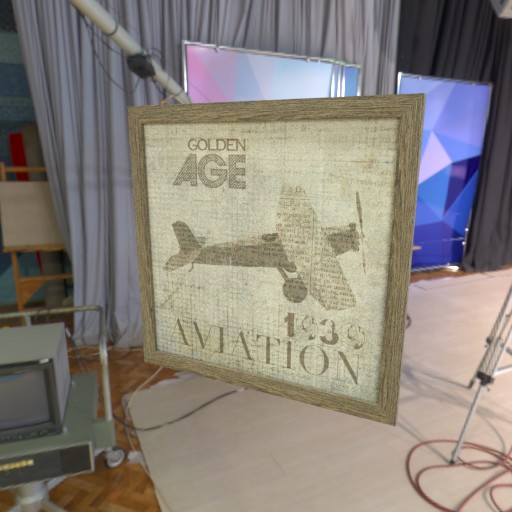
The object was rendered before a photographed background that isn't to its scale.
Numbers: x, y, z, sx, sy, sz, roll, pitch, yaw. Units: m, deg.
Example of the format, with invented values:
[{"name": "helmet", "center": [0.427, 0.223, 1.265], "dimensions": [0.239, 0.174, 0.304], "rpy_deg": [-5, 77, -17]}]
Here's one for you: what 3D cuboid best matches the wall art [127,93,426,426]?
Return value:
[{"name": "wall art", "center": [0.000, 0.000, 0.767], "dimensions": [0.508, 0.508, 0.019], "rpy_deg": [7, 16, 25]}]
